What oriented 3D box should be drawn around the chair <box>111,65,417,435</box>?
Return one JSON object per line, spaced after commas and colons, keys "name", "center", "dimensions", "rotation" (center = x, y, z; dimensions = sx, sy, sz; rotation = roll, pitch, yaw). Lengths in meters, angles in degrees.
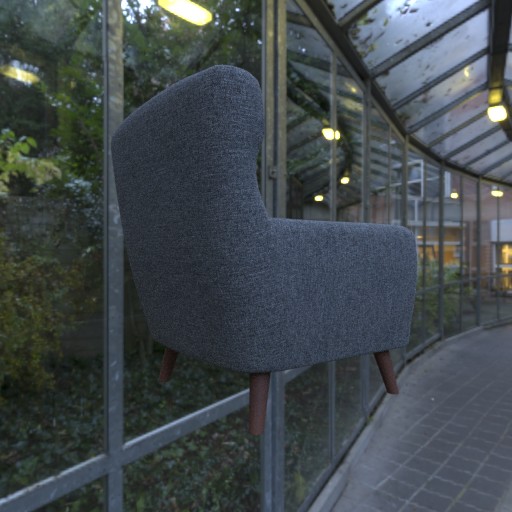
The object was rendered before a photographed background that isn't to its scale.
{"name": "chair", "center": [0.000, 0.000, 1.732], "dimensions": [0.940, 1.039, 0.889], "rotation": [0, 0, -36]}
